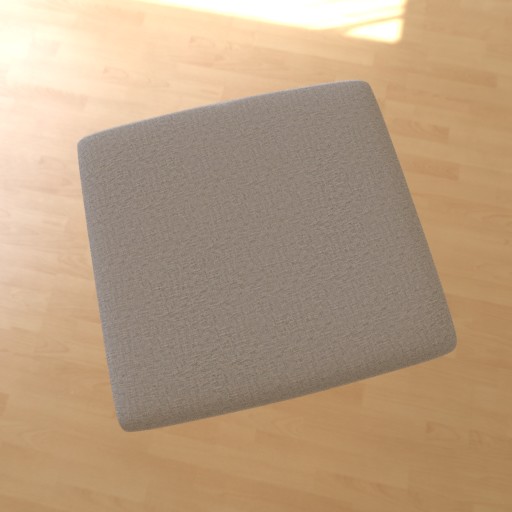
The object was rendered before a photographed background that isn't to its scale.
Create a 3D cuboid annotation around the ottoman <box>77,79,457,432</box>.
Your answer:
[{"bbox_3d":[0.000,0.000,1.045,0.655,0.399,0.648,-13,76,-3],"label":"ottoman"}]
